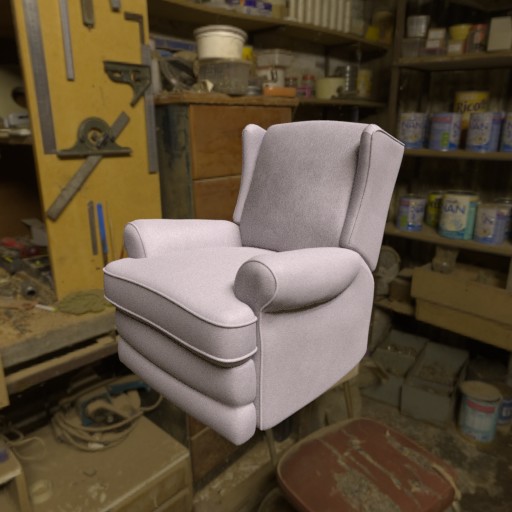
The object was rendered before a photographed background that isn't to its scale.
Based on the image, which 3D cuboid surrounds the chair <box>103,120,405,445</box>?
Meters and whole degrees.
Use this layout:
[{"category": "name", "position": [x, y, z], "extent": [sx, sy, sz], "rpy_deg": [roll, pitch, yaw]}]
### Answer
[{"category": "chair", "position": [0.000, 0.000, 1.724], "extent": [0.969, 1.011, 0.847], "rpy_deg": [-16, 23, -43]}]
